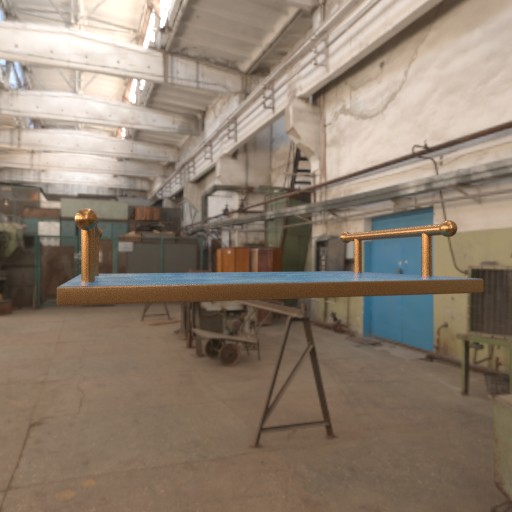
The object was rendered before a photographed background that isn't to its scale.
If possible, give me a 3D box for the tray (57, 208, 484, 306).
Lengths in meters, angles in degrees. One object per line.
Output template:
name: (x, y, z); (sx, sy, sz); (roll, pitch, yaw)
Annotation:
tray: (0.000, 0.000, 0.577); (0.444, 0.084, 0.304); (0, 0, -18)
